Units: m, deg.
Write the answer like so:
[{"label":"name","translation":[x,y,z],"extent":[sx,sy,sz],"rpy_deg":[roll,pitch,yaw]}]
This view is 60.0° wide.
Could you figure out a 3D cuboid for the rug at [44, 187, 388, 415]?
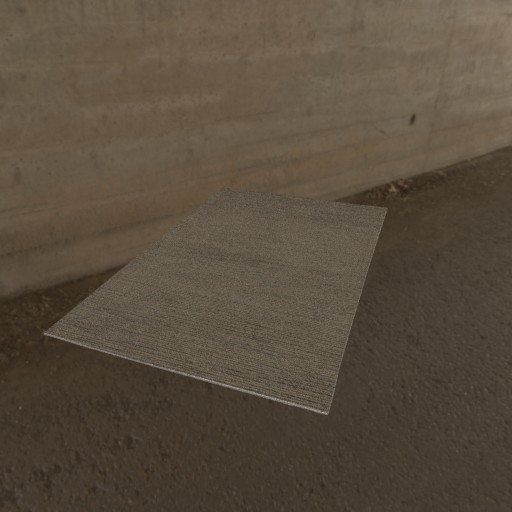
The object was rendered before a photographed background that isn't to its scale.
[{"label":"rug","translation":[0.000,0.000,2.302],"extent":[1.149,0.021,1.773],"rpy_deg":[10,31,18]}]
